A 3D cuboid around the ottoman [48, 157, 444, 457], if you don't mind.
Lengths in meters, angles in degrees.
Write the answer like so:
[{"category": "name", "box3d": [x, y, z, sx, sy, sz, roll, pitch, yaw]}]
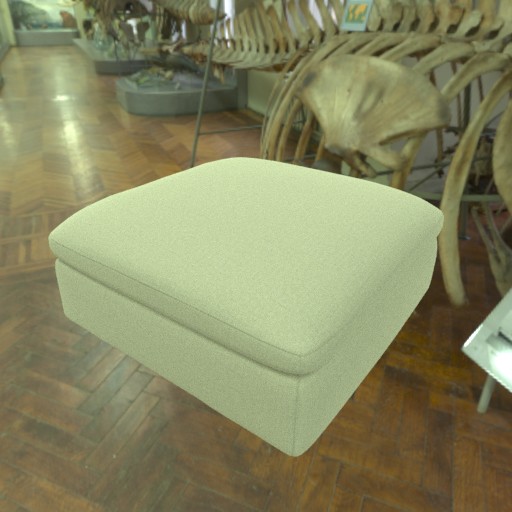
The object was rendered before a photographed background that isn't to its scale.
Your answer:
[{"category": "ottoman", "box3d": [0.000, 0.000, 1.523, 0.996, 0.467, 0.977, 20, 35, 31]}]
